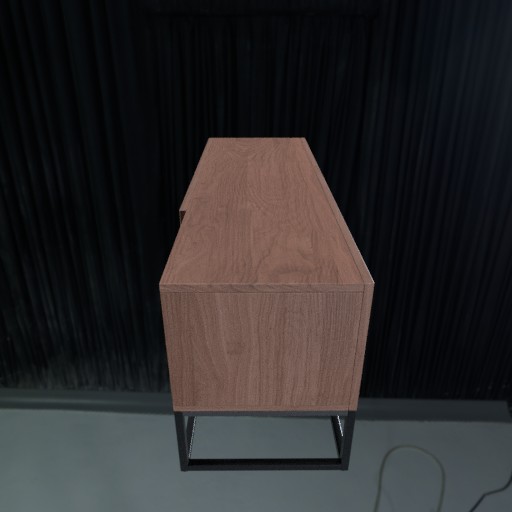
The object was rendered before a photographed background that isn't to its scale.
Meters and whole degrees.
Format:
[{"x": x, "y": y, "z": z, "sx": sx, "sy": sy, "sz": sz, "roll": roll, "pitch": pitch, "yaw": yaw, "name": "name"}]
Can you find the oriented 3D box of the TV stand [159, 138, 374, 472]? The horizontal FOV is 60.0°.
[{"x": 0.000, "y": 0.000, "z": 1.434, "sx": 0.415, "sy": 0.500, "sz": 1.200, "roll": 0, "pitch": 27, "yaw": 0, "name": "TV stand"}]
